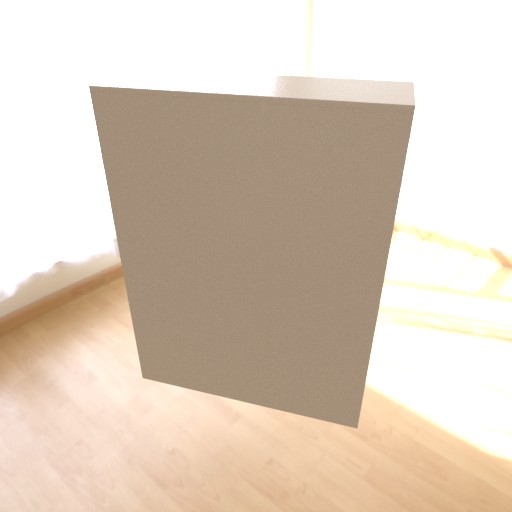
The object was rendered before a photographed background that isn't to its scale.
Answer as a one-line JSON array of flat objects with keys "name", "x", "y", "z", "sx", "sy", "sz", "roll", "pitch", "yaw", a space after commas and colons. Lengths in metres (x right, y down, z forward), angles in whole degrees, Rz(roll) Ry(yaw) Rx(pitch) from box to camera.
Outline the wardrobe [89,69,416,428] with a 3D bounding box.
[{"name": "wardrobe", "x": 0.000, "y": 0.000, "z": 1.624, "sx": 0.900, "sy": 1.200, "sz": 0.360, "roll": 9, "pitch": 32, "yaw": 14}]
